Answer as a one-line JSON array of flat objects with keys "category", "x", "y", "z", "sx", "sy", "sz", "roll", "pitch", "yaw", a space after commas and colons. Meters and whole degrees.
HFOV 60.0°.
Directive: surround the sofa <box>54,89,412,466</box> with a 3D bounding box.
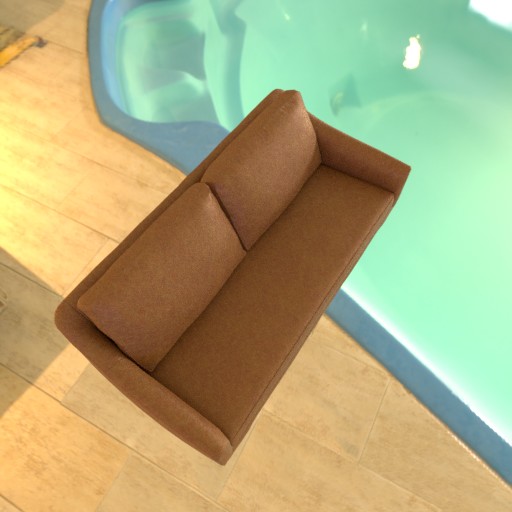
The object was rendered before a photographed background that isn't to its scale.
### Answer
[{"category": "sofa", "x": 0.000, "y": 0.000, "z": 2.561, "sx": 0.981, "sy": 0.945, "sz": 2.036, "roll": 30, "pitch": 64, "yaw": 17}]
